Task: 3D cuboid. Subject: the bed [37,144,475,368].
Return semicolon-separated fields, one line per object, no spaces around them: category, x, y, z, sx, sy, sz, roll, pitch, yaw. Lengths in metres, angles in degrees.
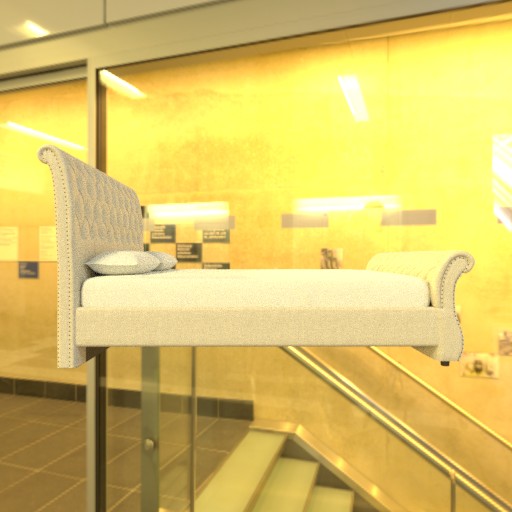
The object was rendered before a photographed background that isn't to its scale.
bed;0.000;0.000;3.302;2.493;1.268;1.606;0;0;0
